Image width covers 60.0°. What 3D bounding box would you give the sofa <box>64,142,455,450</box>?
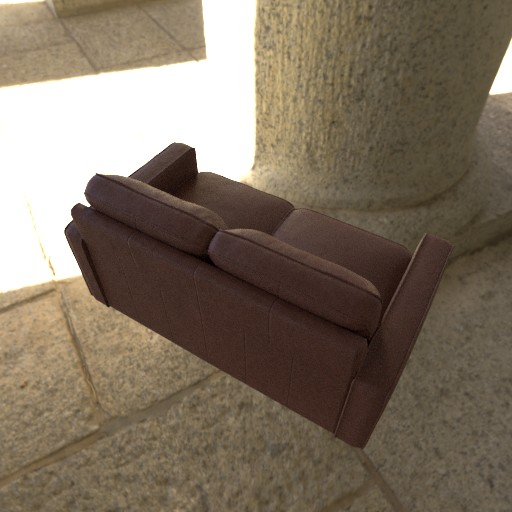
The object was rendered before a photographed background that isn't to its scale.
[{"bbox_3d":[0.000,0.000,2.263,1.709,0.918,0.947,24,52,20],"label":"sofa"}]
